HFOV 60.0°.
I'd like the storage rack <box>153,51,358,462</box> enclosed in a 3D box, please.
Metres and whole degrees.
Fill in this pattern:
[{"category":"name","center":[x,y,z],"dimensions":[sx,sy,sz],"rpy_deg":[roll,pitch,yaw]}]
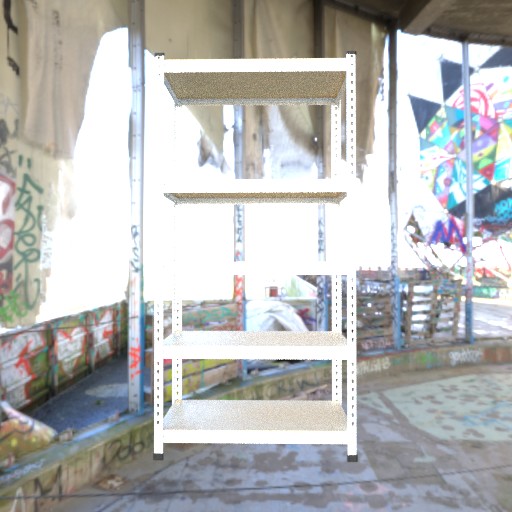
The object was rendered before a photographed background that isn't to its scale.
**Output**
[{"category":"storage rack","center":[0.000,0.000,2.208],"dimensions":[0.914,1.829,0.457],"rpy_deg":[0,-1,1]}]
